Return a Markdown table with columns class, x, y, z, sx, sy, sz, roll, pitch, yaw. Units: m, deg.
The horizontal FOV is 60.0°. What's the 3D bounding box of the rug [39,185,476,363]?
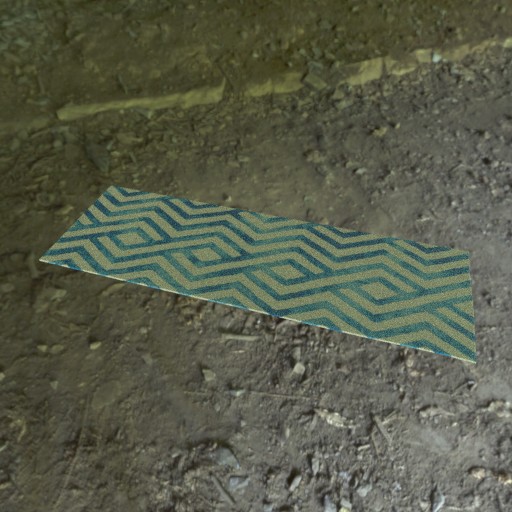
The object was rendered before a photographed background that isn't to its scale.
| class | x | y | z | sx | sy | sz | roll | pitch | yaw |
| --- | --- | --- | --- | --- | --- | --- | --- | --- | --- |
| rug | 0.000 | 0.000 | 1.621 | 1.492 | 0.007 | 0.503 | 12 | 44 | 12 |
